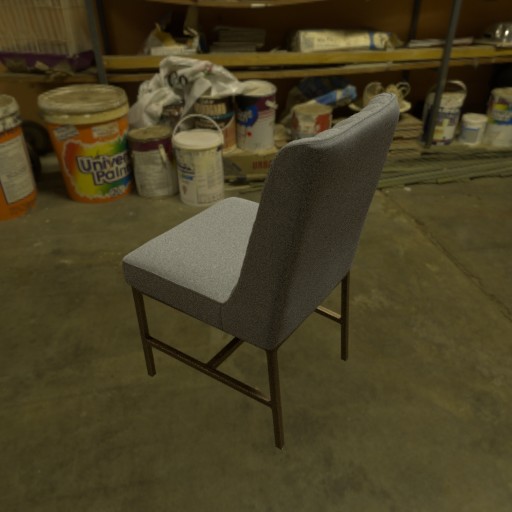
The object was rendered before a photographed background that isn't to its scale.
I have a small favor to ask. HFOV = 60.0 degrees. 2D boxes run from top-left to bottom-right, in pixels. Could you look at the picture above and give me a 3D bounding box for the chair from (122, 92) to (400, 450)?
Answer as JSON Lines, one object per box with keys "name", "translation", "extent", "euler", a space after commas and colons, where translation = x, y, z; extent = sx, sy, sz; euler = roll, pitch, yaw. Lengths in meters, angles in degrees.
{"name": "chair", "translation": [0.000, 0.000, 1.264], "extent": [0.587, 0.889, 0.508], "euler": [21, 38, 29]}
